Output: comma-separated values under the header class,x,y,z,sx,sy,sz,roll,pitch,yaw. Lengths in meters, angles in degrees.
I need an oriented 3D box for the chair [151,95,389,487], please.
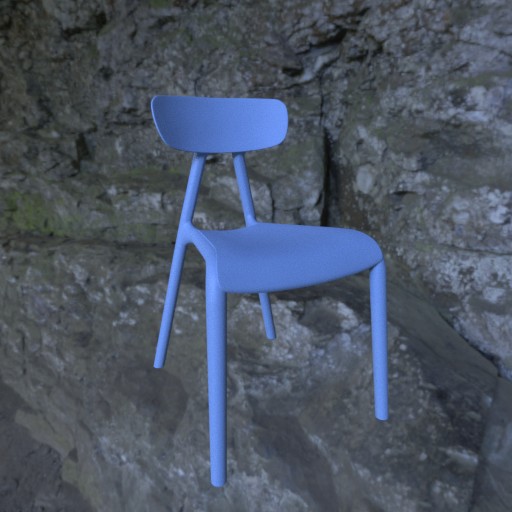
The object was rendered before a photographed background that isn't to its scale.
class,x,y,z,sx,sy,sz,roll,pitch,yaw
chair,0.000,0.000,0.833,0.356,0.580,0.401,-9,18,-27
